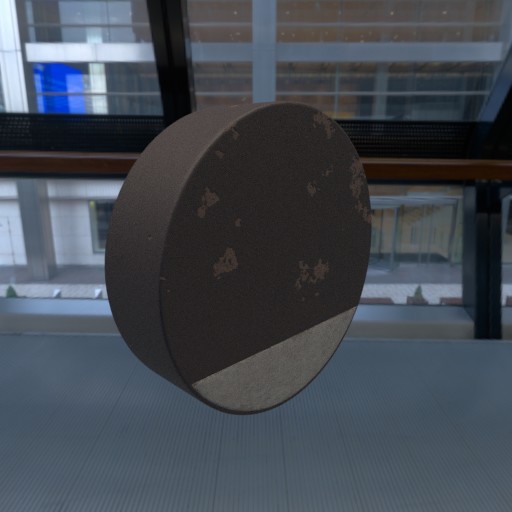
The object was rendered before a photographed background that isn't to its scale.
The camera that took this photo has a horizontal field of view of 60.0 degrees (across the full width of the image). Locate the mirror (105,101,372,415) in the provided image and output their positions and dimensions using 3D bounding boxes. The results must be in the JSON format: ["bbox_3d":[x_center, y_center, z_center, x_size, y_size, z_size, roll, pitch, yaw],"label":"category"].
[{"bbox_3d":[0.000,0.000,0.593,0.126,0.386,0.386,14,20,43],"label":"mirror"}]
